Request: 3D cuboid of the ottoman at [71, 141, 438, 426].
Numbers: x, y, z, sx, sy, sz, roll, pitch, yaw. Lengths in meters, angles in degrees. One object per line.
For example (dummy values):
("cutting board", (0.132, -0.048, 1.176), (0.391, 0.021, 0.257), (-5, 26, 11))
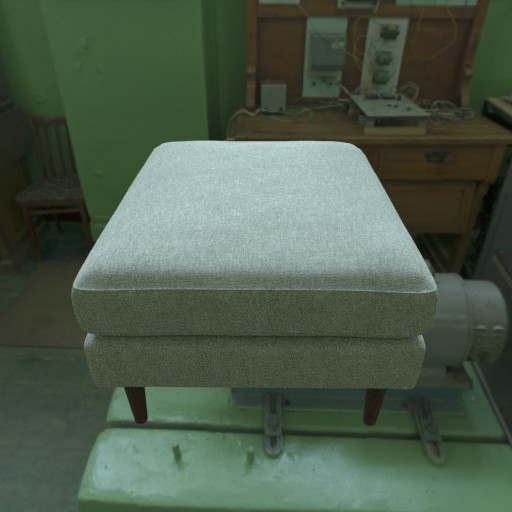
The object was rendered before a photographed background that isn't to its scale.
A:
("ottoman", (0.000, 0.000, 1.235), (0.693, 0.474, 0.821), (0, 32, 0))
